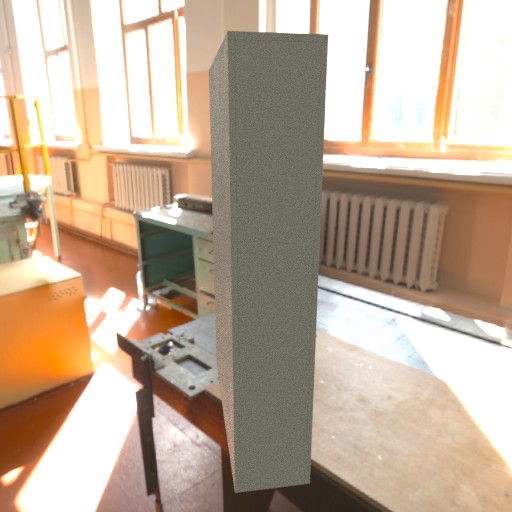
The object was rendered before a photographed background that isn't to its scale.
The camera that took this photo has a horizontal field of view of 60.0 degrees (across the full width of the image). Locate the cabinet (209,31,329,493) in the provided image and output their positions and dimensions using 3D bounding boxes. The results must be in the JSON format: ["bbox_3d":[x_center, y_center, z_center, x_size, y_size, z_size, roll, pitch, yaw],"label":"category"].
[{"bbox_3d":[0.000,0.000,1.548,0.250,1.280,0.750,-3,16,-9],"label":"cabinet"}]
